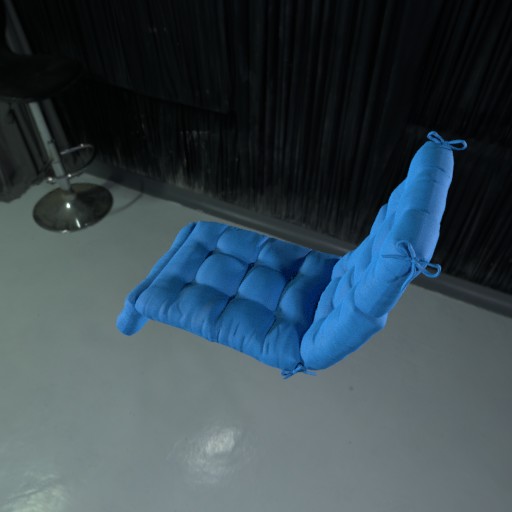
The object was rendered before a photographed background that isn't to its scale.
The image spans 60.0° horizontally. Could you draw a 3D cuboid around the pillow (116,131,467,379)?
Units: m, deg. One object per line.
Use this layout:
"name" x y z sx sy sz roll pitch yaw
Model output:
"pillow" 0.000 0.000 1.460 1.016 0.863 0.526 18 49 16
